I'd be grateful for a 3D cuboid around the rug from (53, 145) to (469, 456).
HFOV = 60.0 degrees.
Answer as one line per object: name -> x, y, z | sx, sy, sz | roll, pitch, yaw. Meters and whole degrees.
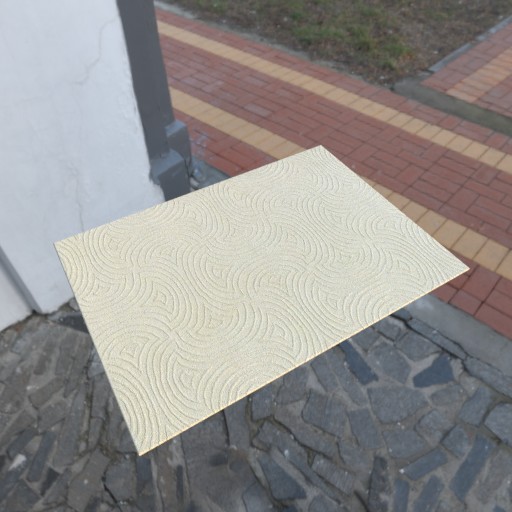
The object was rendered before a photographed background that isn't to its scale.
rug -> 0.000, 0.000, 2.781 | 2.132, 0.015, 1.526 | -24, 52, -20
